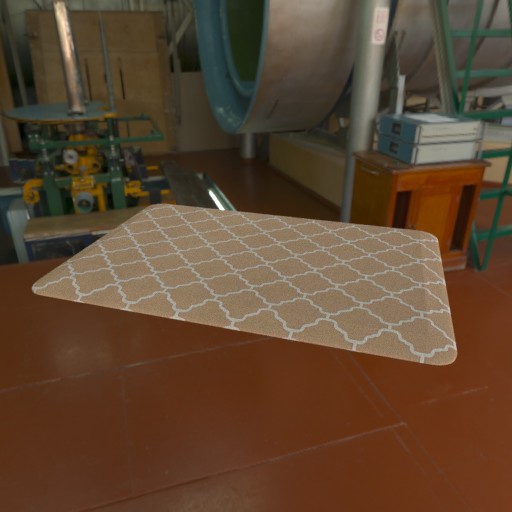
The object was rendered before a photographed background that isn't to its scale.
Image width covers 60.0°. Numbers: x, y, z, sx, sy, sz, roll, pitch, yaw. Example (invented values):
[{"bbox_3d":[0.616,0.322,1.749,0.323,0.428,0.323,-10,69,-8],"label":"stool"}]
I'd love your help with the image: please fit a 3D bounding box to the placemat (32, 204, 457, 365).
[{"bbox_3d":[0.000,0.000,0.949,0.762,0.021,0.508,7,27,15],"label":"placemat"}]
